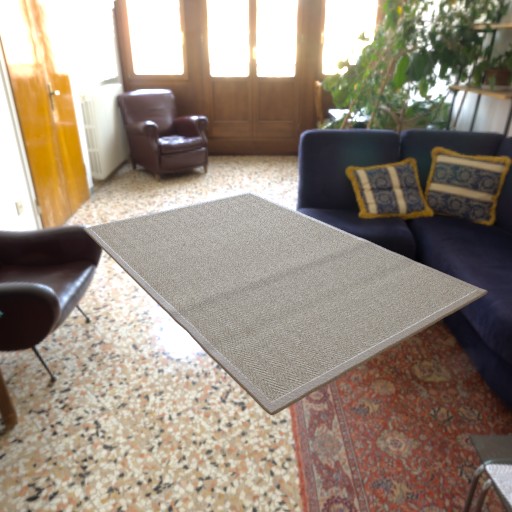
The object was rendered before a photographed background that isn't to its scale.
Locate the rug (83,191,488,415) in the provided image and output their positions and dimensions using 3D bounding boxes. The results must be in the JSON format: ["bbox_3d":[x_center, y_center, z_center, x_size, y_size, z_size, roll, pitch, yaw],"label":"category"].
[{"bbox_3d":[0.000,0.000,2.899,1.540,0.021,2.290,-18,31,-32],"label":"rug"}]
